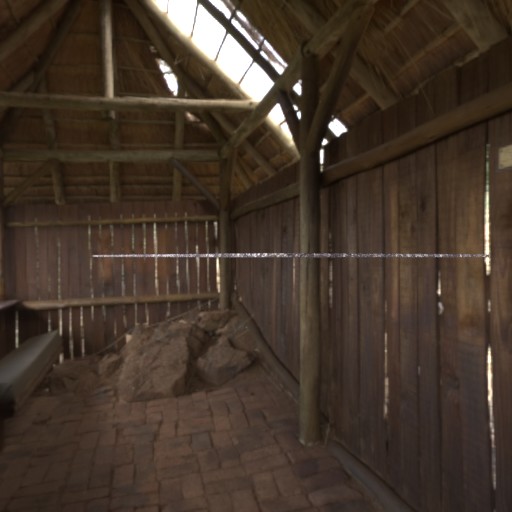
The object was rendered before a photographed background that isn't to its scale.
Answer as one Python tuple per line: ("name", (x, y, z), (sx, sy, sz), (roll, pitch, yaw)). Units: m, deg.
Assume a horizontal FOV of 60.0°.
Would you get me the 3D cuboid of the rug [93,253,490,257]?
("rug", (0.000, 0.000, 2.301), (1.186, 0.012, 1.814), (0, 0, -35))
